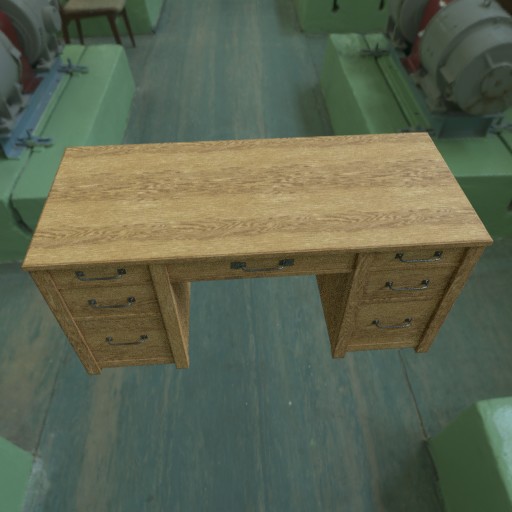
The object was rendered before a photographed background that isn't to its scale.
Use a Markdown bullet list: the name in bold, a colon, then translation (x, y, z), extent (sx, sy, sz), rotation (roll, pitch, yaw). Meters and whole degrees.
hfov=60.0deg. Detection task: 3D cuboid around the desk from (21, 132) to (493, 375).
- **desk**: translation (0.000, 0.000, 1.963), extent (1.567, 0.751, 0.685), rotation (-3, 48, -3)
